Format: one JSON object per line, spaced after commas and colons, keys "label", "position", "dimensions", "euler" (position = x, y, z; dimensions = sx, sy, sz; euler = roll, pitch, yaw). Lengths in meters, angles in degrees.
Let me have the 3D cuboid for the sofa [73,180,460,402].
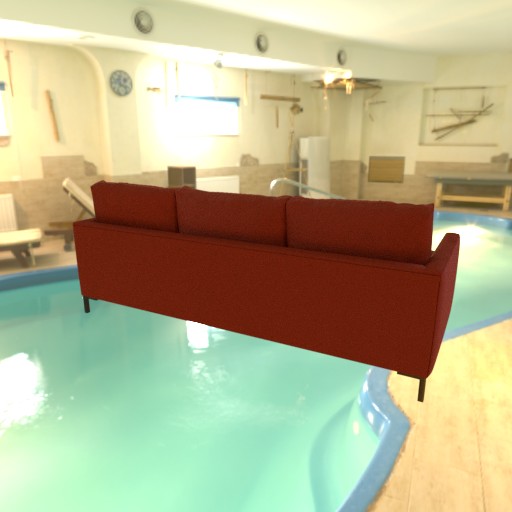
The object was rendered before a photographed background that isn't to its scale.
{"label": "sofa", "position": [0.000, 0.000, 2.745], "dimensions": [2.252, 0.879, 0.875], "euler": [8, 18, 27]}
